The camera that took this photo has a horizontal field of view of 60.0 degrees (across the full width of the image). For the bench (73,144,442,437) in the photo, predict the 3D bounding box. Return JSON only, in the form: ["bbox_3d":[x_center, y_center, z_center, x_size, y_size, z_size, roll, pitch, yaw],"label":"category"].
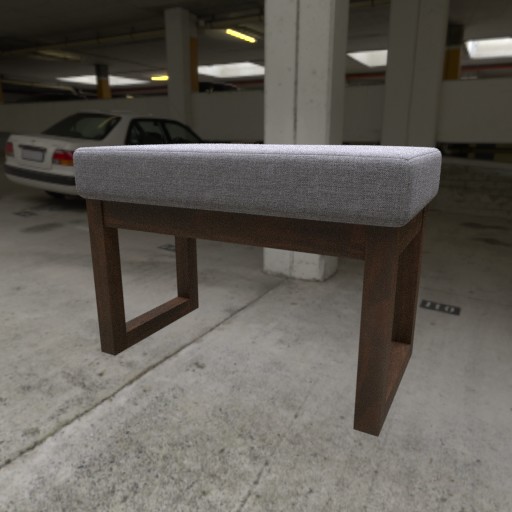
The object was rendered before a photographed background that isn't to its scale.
[{"bbox_3d":[0.000,0.000,0.969,0.681,0.467,0.366,8,17,27],"label":"bench"}]
